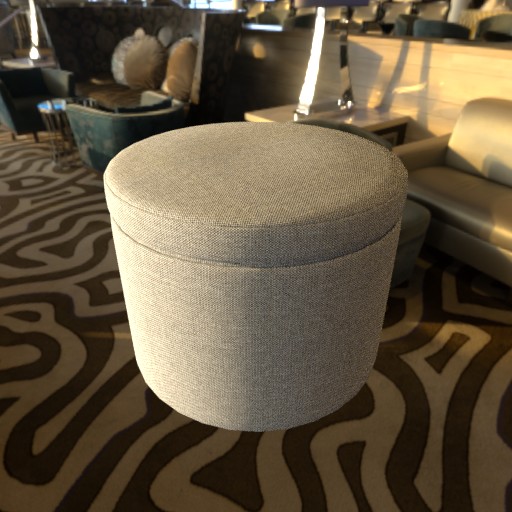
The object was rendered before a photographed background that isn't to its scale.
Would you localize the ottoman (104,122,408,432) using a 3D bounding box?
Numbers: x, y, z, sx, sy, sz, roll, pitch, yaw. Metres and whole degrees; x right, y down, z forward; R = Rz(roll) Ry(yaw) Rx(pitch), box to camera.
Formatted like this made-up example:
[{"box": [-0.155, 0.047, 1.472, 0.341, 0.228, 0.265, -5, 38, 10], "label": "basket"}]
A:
[{"box": [0.000, 0.000, 0.847, 0.500, 0.419, 0.500, 0, 31, 0], "label": "ottoman"}]
